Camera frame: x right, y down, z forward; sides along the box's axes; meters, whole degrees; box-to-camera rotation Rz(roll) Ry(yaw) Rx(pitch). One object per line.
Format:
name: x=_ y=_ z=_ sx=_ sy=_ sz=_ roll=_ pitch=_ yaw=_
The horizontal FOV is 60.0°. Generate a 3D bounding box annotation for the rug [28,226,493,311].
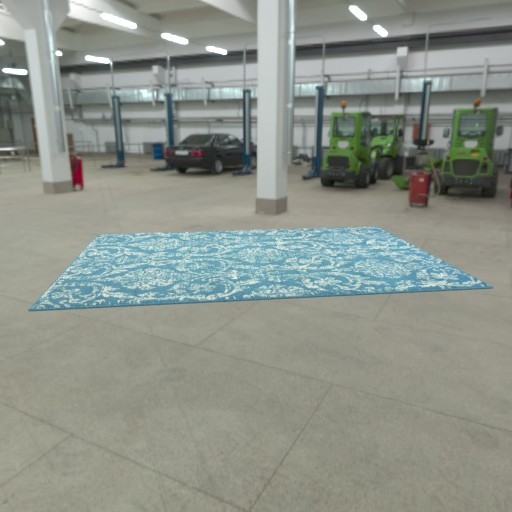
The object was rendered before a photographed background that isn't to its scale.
rug: x=0.000 y=0.000 z=3.450 sx=2.746 sy=0.018 sz=1.816 roll=-2 pitch=16 yaw=-7
